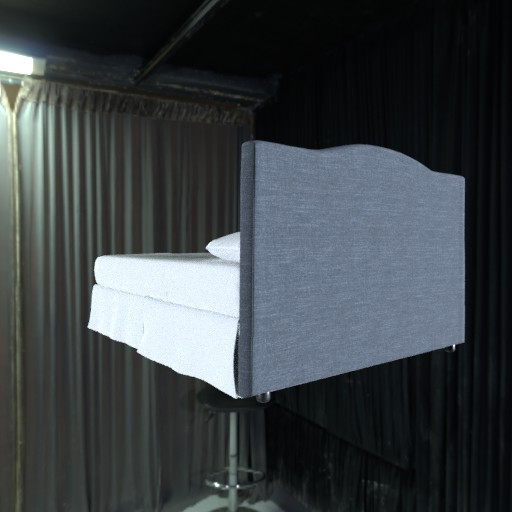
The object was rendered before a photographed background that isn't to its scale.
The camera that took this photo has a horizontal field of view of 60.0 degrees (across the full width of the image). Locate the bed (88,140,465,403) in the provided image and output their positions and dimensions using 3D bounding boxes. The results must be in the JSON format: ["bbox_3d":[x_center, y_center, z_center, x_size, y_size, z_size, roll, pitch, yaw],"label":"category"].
[{"bbox_3d":[0.000,0.000,3.903,2.161,1.457,2.689,-1,2,-37],"label":"bed"}]
